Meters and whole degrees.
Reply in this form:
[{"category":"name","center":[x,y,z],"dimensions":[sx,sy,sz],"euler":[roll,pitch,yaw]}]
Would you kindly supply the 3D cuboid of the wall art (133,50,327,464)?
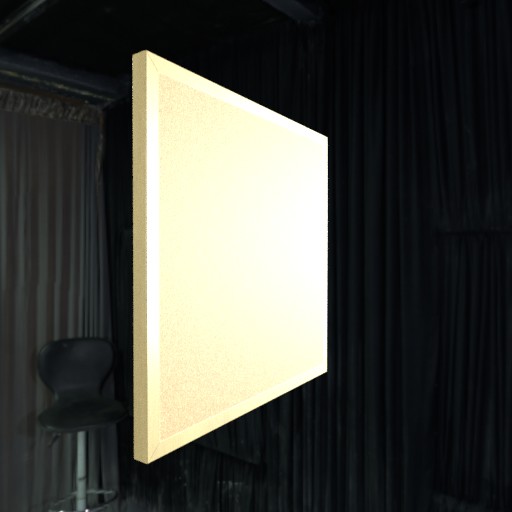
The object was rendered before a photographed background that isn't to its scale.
[{"category":"wall art","center":[0.000,0.000,1.139],"dimensions":[0.037,0.763,0.763],"euler":[0,1,35]}]
